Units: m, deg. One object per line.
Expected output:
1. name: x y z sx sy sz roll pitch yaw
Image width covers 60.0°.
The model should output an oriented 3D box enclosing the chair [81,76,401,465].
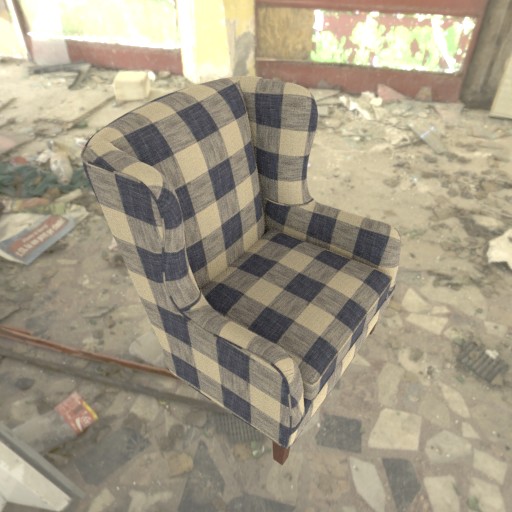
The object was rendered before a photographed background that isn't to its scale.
1. chair: 0.000 0.000 1.671 0.889 1.041 0.830 25 47 27
